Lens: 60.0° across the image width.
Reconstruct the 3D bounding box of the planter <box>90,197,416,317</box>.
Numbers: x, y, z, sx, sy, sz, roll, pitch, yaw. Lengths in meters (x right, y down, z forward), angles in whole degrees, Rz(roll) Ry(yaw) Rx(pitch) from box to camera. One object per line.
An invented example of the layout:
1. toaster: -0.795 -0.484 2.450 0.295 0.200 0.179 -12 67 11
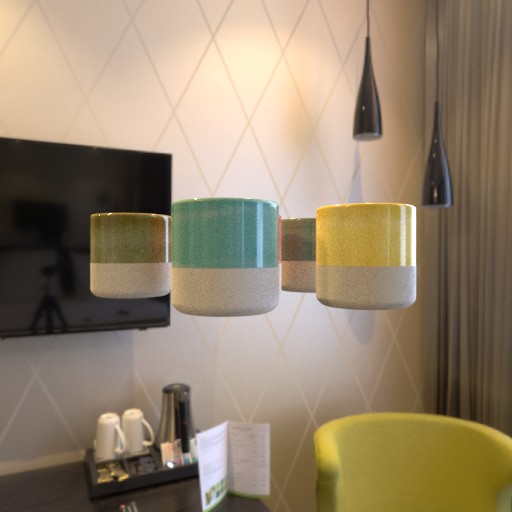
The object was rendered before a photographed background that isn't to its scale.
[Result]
1. planter: 0.000 0.000 0.408 0.286 0.075 0.257 0 1 35
